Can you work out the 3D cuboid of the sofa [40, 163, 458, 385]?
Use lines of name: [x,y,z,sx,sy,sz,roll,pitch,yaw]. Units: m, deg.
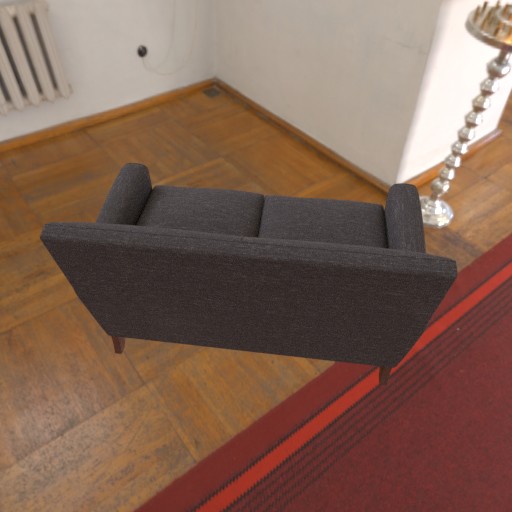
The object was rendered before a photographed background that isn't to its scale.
sofa: [0.000,0.000,2.102,1.509,0.905,0.867,5,46,5]
